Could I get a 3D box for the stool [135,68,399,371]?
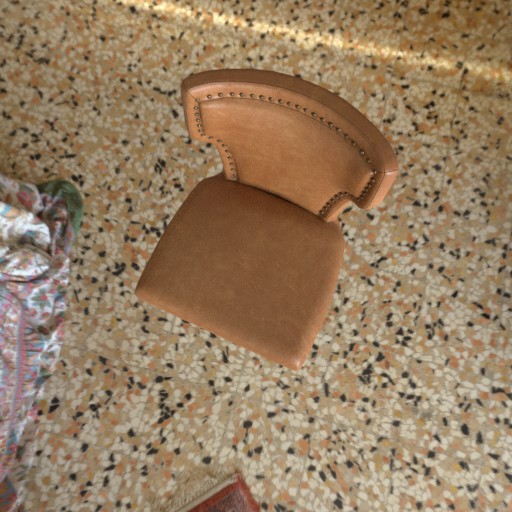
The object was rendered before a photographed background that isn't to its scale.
[{"bbox_3d":[0.000,0.000,1.419,0.526,1.092,0.563,24,76,6],"label":"stool"}]
